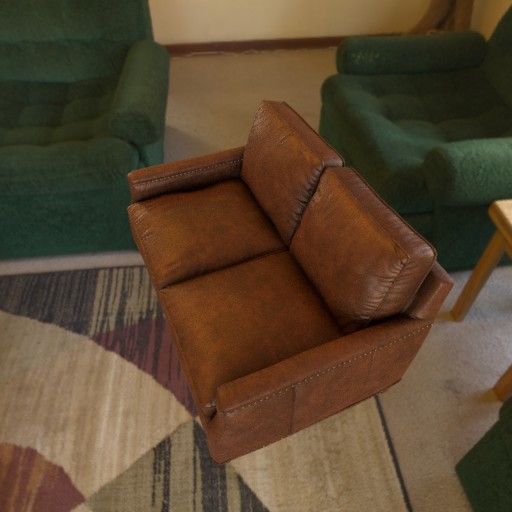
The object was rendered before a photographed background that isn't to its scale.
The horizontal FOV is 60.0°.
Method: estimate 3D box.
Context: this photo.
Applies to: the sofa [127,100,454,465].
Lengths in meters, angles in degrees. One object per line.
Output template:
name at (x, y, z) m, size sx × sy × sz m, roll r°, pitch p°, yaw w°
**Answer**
sofa at (0.000, 0.000, 2.321) m, size 1.083 × 1.003 × 1.628 m, roll -18°, pitch 49°, yaw -16°
